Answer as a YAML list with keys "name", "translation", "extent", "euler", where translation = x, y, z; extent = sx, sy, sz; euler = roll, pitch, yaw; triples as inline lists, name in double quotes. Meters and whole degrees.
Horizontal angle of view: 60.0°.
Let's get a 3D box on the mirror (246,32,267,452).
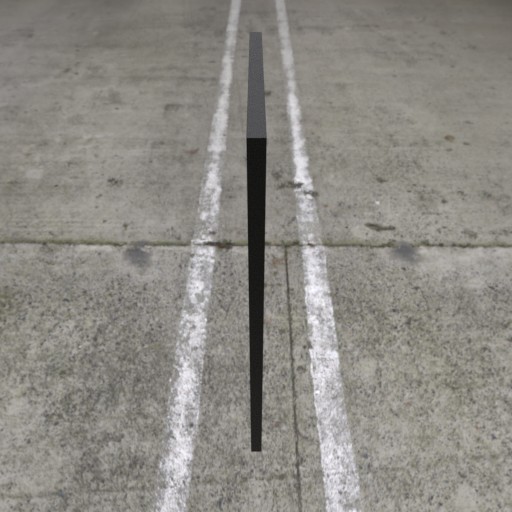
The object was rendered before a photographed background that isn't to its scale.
- name: "mirror"
  translation: [0.000, 0.000, 1.510]
  extent: [0.038, 1.219, 0.762]
  euler: [0, 40, 0]
